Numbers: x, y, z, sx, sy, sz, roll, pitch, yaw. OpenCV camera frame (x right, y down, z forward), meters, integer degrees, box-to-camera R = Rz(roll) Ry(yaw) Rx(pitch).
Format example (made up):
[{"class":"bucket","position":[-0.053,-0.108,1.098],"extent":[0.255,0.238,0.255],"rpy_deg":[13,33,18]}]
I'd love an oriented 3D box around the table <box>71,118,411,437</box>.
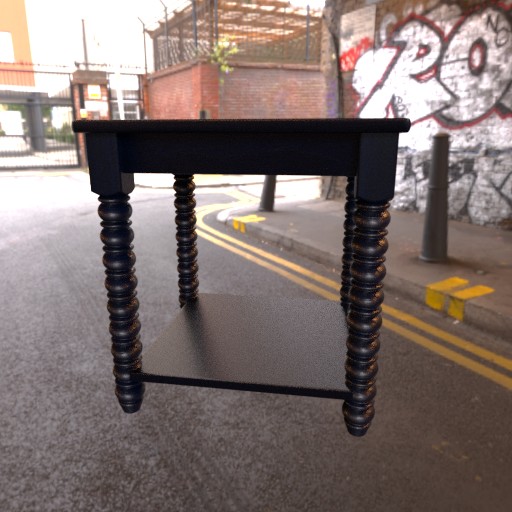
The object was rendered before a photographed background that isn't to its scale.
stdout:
[{"class":"table","position":[0.000,0.000,0.986],"extent":[0.533,0.567,0.500],"rpy_deg":[2,15,9]}]
